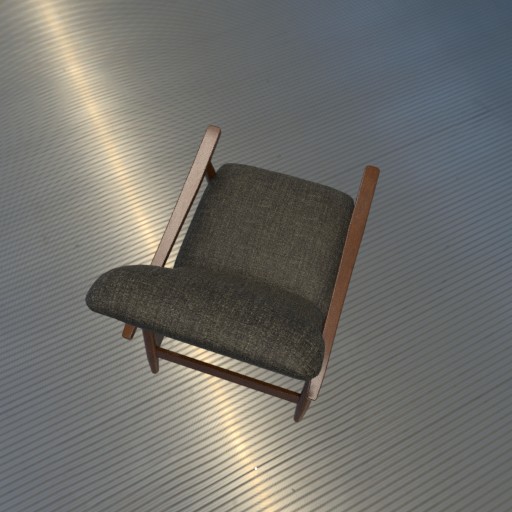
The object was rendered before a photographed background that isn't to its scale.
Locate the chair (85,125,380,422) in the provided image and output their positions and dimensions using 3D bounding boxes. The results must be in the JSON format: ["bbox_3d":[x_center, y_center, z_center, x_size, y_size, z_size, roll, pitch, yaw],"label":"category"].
[{"bbox_3d":[0.000,0.000,1.763,0.762,1.082,1.014,16,65,8],"label":"chair"}]
